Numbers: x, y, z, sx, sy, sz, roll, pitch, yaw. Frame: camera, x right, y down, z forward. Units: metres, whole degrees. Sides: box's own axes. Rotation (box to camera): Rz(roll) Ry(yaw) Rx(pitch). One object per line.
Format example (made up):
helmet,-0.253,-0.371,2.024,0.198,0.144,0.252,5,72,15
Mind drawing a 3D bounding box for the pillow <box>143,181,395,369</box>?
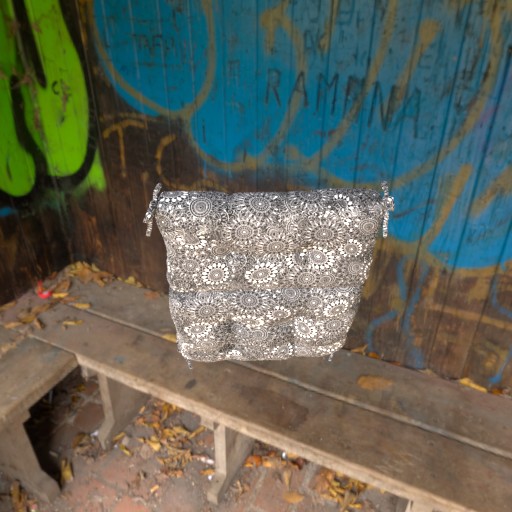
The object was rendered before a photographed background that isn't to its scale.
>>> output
pillow,0.000,0.000,1.497,0.526,0.863,1.016,-1,31,-3
